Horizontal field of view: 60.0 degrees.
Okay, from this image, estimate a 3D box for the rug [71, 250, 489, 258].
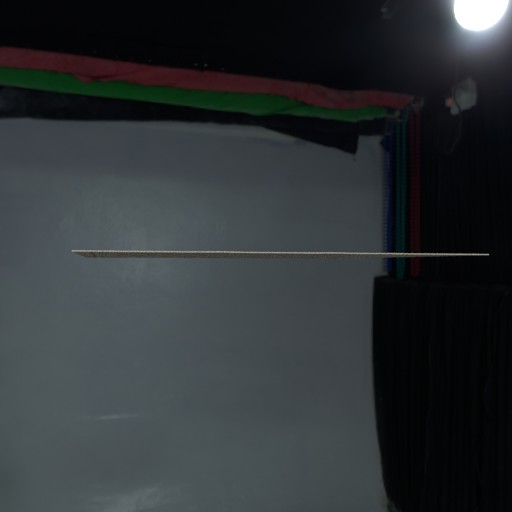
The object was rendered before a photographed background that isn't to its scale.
[{"bbox_3d":[0.000,0.000,4.149,3.048,0.012,2.444,0,-1,-19],"label":"rug"}]
